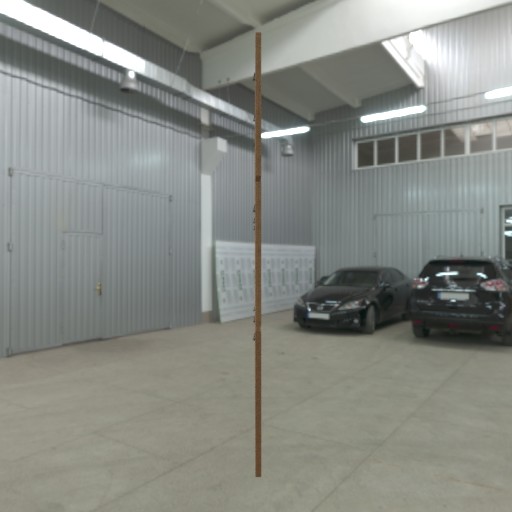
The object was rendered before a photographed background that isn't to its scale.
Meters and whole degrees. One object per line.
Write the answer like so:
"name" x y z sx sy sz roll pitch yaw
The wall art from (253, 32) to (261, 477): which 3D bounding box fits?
"wall art" 0.000 0.000 1.366 0.018 0.913 0.915 0 -1 0
